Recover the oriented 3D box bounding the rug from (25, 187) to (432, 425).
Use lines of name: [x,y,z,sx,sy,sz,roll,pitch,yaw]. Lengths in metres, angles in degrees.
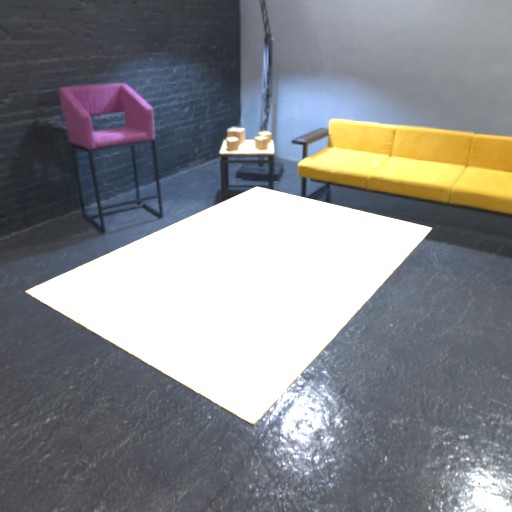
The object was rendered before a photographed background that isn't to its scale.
rug: [0.000,0.000,2.746,1.524,0.010,2.134,19,33,31]
